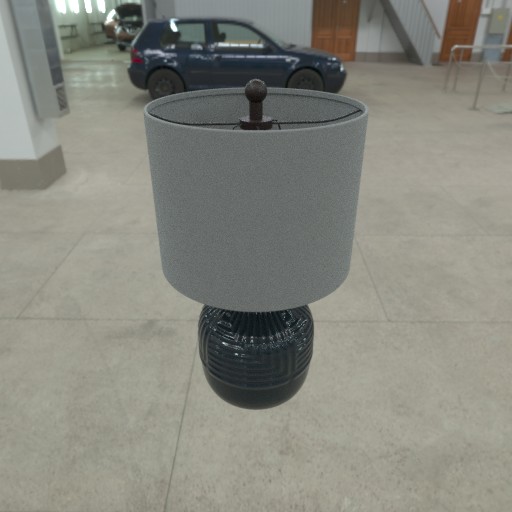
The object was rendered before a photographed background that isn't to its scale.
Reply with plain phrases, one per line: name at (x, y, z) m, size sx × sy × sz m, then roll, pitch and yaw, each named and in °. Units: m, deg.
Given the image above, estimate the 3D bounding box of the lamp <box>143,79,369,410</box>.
lamp at (0.000, 0.000, 0.760) m, size 0.318 × 0.567 × 0.318 m, roll 0°, pitch 29°, yaw 0°
